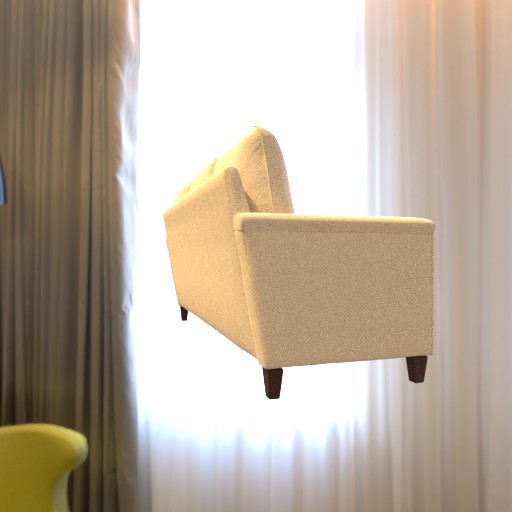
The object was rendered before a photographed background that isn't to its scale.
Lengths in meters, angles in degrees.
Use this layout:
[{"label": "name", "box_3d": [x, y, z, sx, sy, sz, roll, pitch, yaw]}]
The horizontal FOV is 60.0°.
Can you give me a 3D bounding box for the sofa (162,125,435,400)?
[{"label": "sofa", "box_3d": [0.000, 0.000, 2.457, 0.828, 0.961, 1.925, 0, 0, -19]}]
